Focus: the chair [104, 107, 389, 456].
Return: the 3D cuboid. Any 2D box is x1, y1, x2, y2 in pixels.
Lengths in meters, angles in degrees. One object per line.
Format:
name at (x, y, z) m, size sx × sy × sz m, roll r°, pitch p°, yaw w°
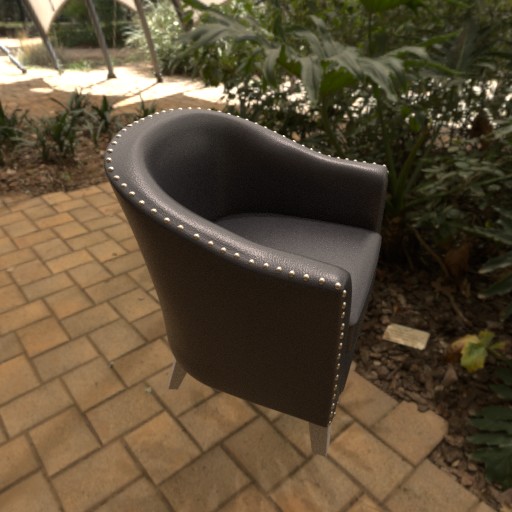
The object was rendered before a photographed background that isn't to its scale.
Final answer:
chair at (0.000, 0.000, 1.432) m, size 0.748 × 0.823 × 0.794 m, roll 11°, pitch 33°, yaw 18°
